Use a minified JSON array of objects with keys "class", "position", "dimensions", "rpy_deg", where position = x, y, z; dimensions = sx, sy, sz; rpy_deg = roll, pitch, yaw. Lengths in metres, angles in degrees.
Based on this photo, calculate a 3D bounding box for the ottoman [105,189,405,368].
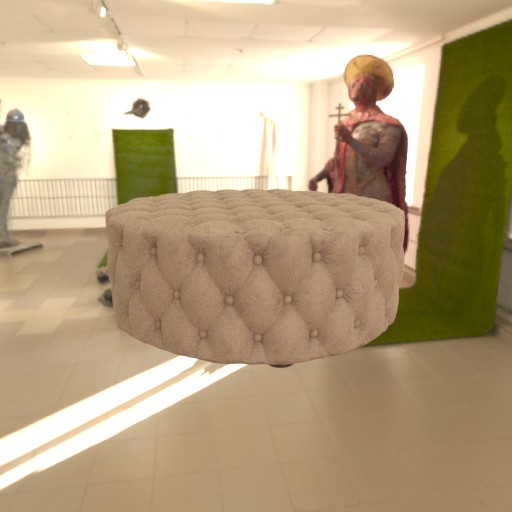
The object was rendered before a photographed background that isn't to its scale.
[{"class":"ottoman","position":[0.000,0.000,1.566],"dimensions":[0.998,0.399,0.998],"rpy_deg":[0,14,0]}]
